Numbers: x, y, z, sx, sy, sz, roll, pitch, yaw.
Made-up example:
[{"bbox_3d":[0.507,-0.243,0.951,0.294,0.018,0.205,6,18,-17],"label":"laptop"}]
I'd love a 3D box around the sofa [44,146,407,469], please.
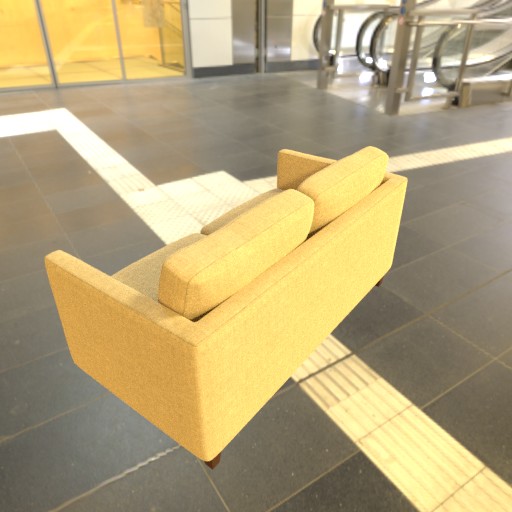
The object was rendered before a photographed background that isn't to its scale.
[{"bbox_3d":[0.000,0.000,2.443,0.950,0.963,1.884,22,38,31],"label":"sofa"}]
